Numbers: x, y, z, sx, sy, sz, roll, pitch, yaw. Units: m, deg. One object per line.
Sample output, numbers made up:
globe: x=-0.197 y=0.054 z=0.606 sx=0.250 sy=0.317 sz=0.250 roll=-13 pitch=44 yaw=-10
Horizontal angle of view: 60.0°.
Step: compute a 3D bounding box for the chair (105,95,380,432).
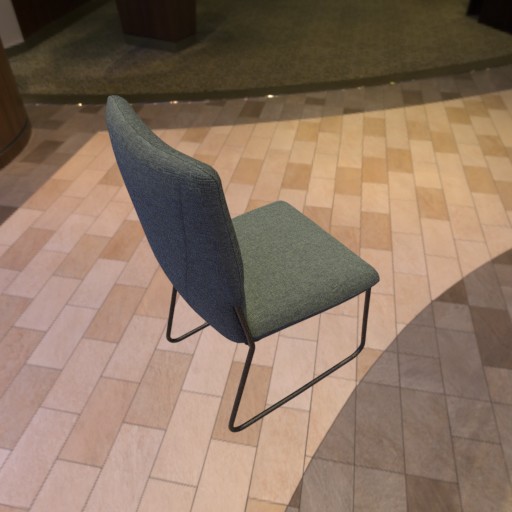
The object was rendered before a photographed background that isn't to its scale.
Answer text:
chair: x=0.000 y=0.000 z=1.284 sx=0.635 sy=0.931 sz=0.480 roll=-25 pitch=47 yaw=-26
